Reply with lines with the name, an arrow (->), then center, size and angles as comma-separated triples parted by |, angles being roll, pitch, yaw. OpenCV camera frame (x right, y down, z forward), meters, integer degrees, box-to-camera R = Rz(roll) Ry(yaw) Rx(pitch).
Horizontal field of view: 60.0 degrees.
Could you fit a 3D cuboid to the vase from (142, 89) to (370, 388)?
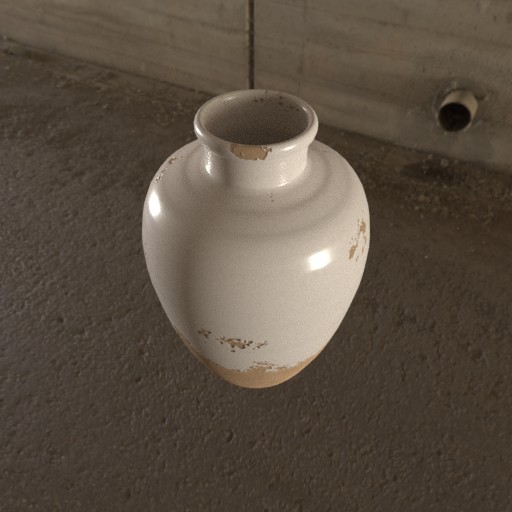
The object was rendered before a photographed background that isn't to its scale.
vase -> 0.000, 0.000, 0.334 | 0.158, 0.228, 0.158 | 0, 45, 0
